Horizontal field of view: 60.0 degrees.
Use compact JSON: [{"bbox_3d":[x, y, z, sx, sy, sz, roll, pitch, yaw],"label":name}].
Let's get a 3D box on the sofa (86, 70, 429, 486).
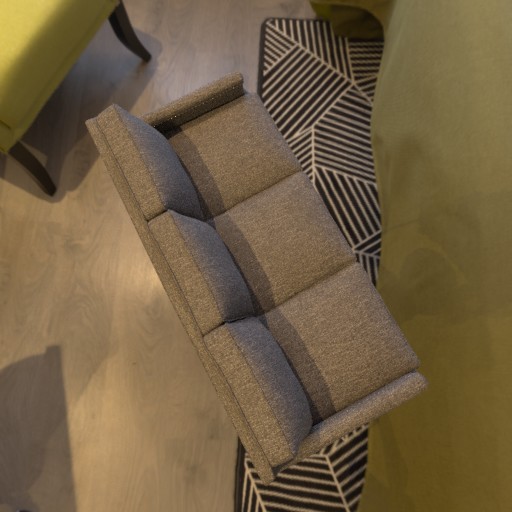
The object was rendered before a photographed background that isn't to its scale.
[{"bbox_3d":[0.000,0.000,2.693,1.084,1.003,2.246,-27,78,-6],"label":"sofa"}]
